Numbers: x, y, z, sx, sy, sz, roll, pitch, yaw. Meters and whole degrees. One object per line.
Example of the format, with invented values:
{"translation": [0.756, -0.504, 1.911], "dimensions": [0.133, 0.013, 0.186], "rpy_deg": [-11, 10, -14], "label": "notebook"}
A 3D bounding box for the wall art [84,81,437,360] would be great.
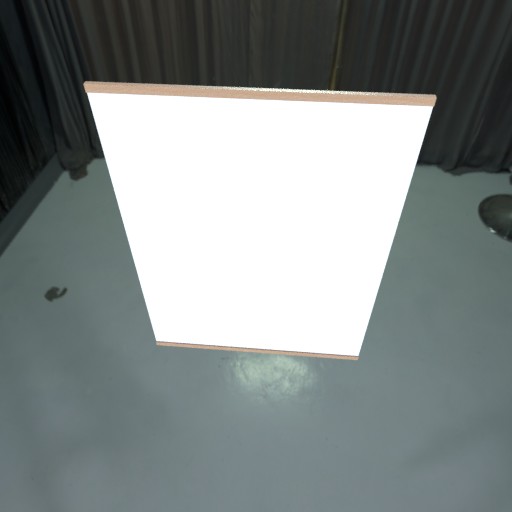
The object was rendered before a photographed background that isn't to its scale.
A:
{"translation": [0.000, 0.000, 1.314], "dimensions": [0.758, 1.016, 0.013], "rpy_deg": [4, 45, 4], "label": "wall art"}
